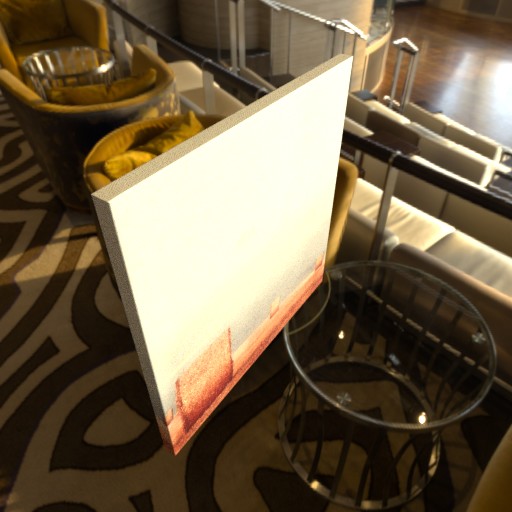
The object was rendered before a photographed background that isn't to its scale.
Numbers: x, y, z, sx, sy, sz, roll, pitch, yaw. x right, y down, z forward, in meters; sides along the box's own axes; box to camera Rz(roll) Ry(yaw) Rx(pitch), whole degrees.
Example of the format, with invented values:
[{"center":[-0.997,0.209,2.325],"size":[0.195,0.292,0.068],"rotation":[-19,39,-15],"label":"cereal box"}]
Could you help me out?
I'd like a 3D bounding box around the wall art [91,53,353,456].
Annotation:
[{"center":[0.000,0.000,0.872],"size":[0.034,0.605,0.605],"rotation":[25,47,26],"label":"wall art"}]
